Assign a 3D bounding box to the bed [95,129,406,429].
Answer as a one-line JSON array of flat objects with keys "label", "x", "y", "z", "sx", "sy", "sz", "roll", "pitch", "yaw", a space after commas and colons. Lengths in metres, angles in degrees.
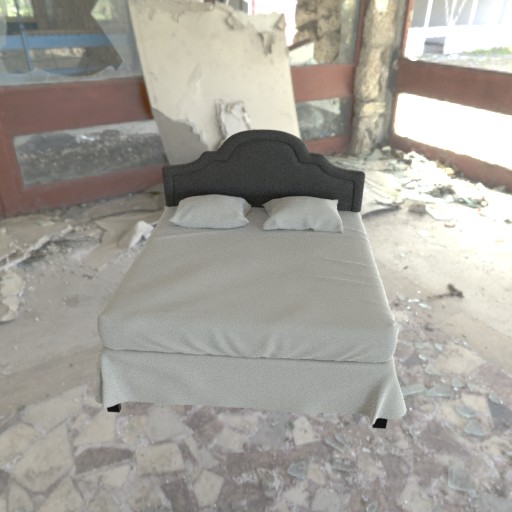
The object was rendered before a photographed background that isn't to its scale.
[{"label": "bed", "x": 0.000, "y": 0.000, "z": 3.693, "sx": 2.303, "sy": 1.631, "sz": 2.222, "roll": 2, "pitch": 30, "yaw": 4}]
